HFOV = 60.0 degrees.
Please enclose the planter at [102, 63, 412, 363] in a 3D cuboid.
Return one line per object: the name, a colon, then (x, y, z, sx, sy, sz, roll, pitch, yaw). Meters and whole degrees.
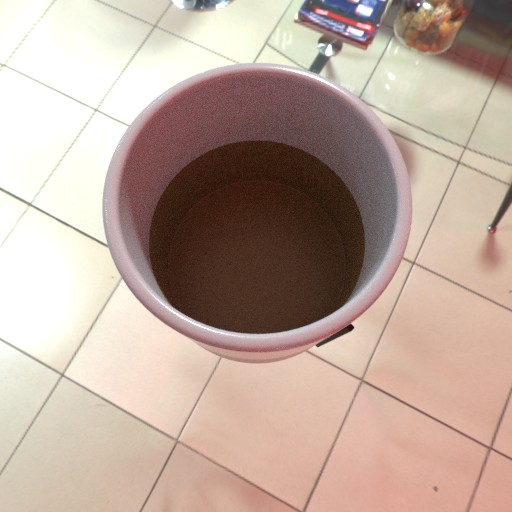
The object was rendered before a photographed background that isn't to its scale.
planter: (0.000, 0.000, 0.632, 0.310, 0.432, 0.310, -28, 77, -7)
